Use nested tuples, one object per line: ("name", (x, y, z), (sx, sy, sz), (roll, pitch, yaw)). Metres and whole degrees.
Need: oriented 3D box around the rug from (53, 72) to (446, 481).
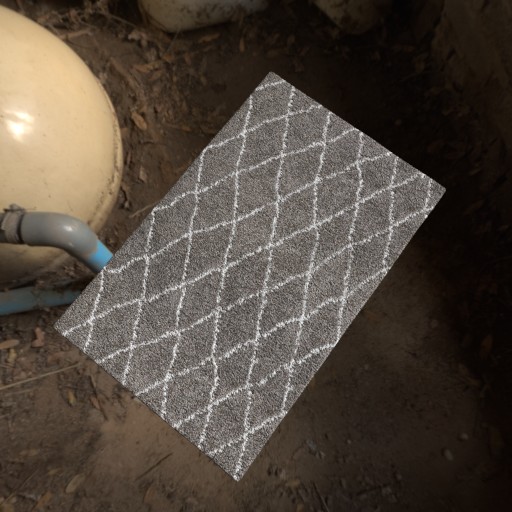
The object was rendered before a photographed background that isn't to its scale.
("rug", (0.000, 0.000, 3.463), (1.778, 0.030, 2.743), (37, 80, 8))
